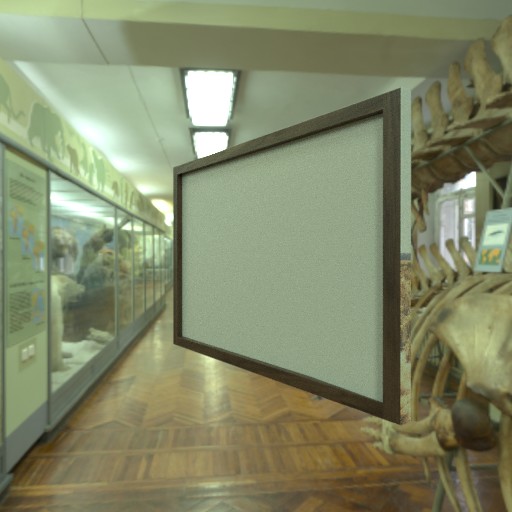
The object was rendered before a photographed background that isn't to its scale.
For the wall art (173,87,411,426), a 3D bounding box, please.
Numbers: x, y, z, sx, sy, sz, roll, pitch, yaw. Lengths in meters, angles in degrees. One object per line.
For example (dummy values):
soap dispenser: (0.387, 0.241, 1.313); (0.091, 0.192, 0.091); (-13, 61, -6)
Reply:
wall art: (0.000, 0.000, 1.951); (0.051, 1.016, 1.520); (0, 0, -37)
